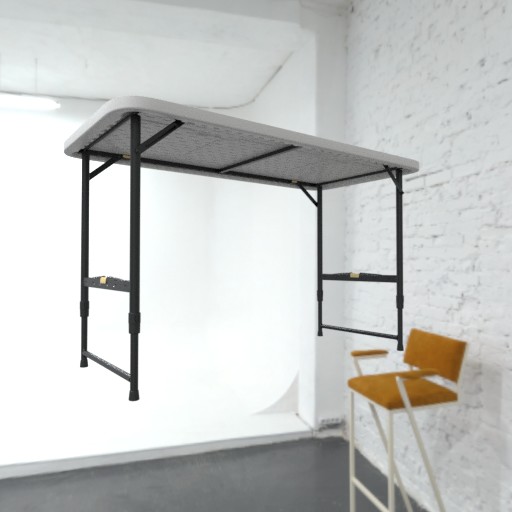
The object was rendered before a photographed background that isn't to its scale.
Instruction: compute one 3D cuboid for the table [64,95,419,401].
[{"bbox_3d":[0.000,0.000,1.609,1.219,0.737,0.610,1,-2,-36],"label":"table"}]
